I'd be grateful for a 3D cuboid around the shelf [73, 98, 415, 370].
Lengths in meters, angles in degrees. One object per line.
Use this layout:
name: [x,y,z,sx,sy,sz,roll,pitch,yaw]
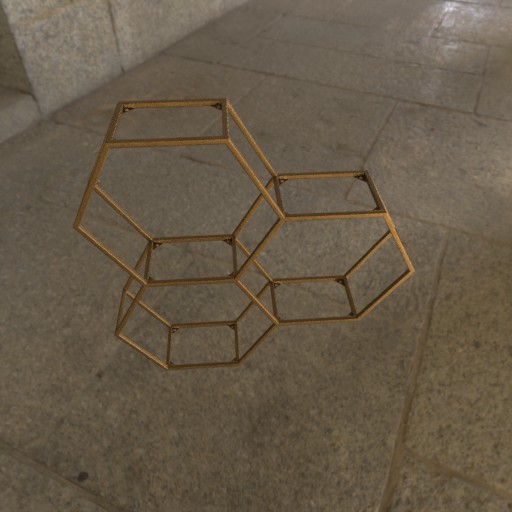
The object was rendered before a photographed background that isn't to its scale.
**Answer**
shelf: [0.000,0.000,1.035,0.708,0.701,0.150,-3,45,-3]
